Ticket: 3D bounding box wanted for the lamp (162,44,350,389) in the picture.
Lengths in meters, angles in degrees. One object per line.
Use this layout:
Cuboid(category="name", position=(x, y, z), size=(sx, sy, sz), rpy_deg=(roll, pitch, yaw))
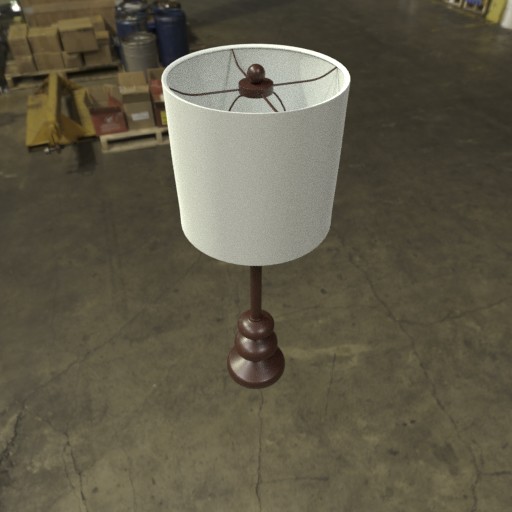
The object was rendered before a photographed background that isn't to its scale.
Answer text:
Cuboid(category="lamp", position=(0.000, 0.000, 0.823), size=(0.254, 0.690, 0.254), rpy_deg=(-12, 43, -13))
